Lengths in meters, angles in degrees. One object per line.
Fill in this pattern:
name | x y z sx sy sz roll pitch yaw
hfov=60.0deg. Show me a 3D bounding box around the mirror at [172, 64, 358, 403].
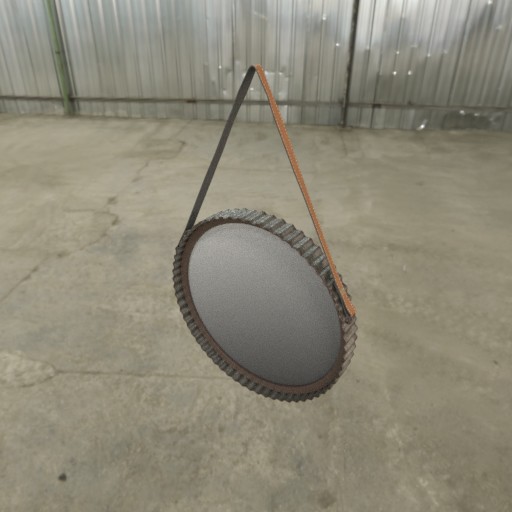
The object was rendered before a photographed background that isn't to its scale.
mirror | 0.000 0.000 0.711 0.355 0.568 0.042 19 35 30
